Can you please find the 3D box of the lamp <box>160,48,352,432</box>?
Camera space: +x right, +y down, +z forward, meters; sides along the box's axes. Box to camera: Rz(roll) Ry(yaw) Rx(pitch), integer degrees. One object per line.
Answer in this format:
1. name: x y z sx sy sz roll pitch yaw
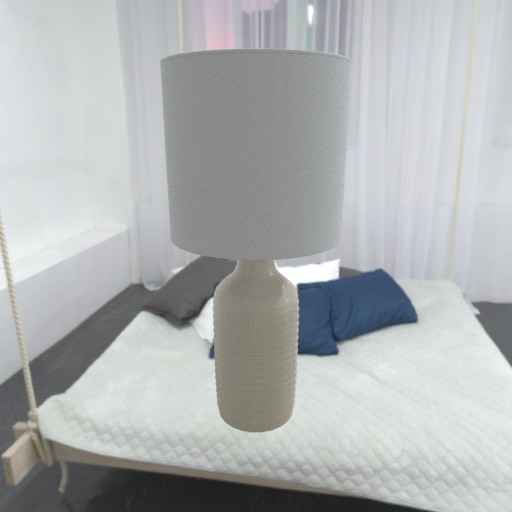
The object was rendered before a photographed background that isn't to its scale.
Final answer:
1. lamp: 0.000 0.000 0.590 0.220 0.475 0.220 -3 17 -10
